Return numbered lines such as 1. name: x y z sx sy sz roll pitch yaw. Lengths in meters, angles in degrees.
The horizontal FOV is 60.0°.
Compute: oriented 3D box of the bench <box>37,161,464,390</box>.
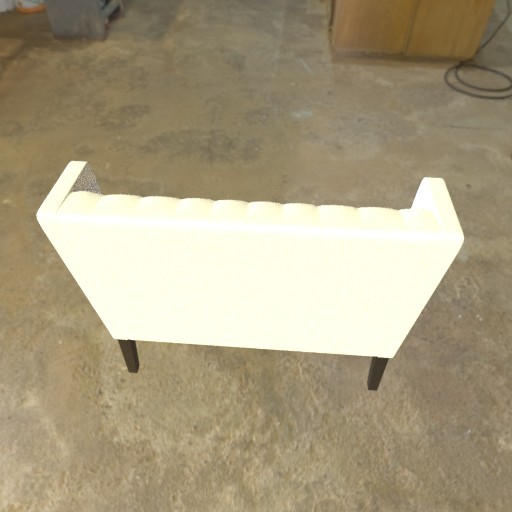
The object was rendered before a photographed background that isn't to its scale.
1. bench: 0.000 0.000 1.972 1.280 1.123 0.847 3 46 3
